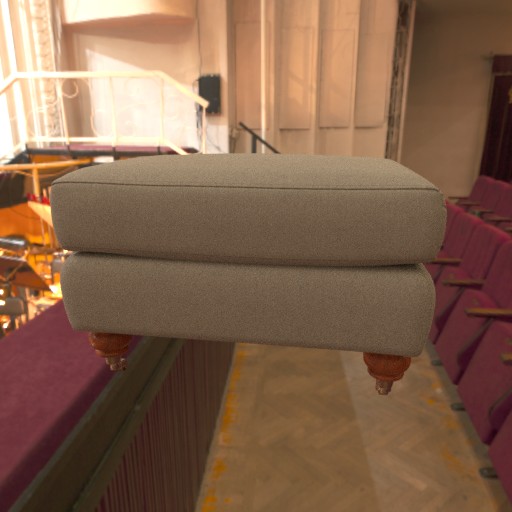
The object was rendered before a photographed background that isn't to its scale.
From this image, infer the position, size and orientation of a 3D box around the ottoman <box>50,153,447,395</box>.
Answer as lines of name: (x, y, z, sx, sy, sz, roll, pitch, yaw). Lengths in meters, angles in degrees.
ottoman: (0.000, 0.000, 1.119, 0.773, 0.499, 0.569, 3, 16, 9)
